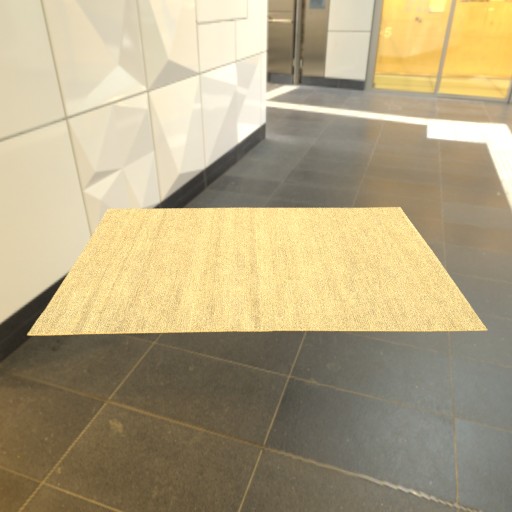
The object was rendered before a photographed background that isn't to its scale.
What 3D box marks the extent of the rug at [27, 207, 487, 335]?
[{"bbox_3d":[0.000,0.000,2.242,1.820,0.022,1.179,0,30,-1],"label":"rug"}]
